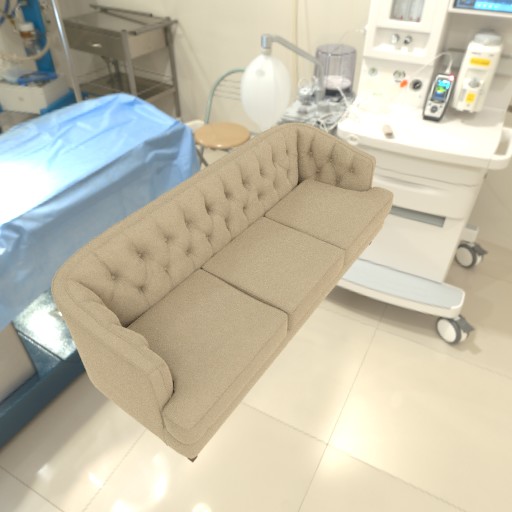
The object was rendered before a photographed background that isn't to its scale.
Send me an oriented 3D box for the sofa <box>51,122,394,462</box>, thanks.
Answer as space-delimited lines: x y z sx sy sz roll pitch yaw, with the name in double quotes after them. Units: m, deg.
0.000 0.000 2.759 0.941 0.855 2.278 25 46 26 "sofa"
